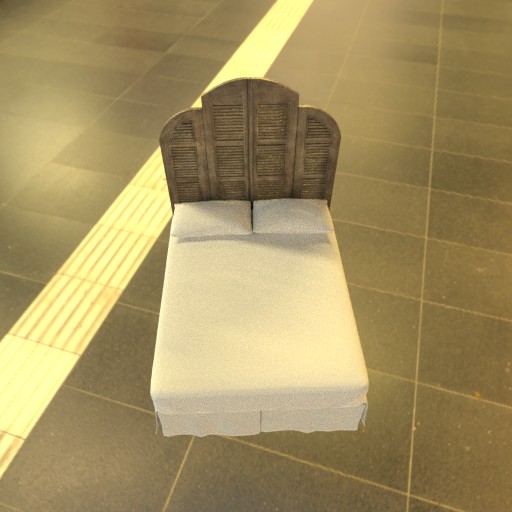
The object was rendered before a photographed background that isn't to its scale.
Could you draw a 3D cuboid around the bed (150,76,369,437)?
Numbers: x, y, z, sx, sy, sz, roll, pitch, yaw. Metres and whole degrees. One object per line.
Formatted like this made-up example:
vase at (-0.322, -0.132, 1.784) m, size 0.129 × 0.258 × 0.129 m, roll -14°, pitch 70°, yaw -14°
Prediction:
bed at (0.000, 0.000, 3.588) m, size 1.713 × 2.019 × 2.138 m, roll -2°, pitch 47°, yaw -2°
